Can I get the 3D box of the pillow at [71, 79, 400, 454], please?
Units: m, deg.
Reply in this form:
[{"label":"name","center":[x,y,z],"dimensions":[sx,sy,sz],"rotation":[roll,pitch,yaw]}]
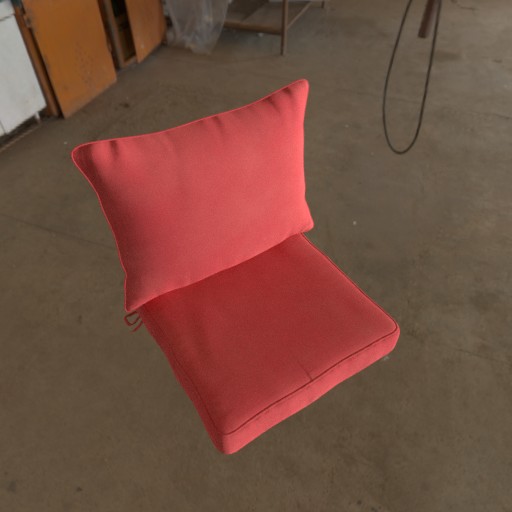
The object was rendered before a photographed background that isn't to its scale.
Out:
[{"label":"pillow","center":[0.000,0.000,1.360],"dimensions":[0.798,0.725,0.733],"rotation":[-25,50,-22]}]
